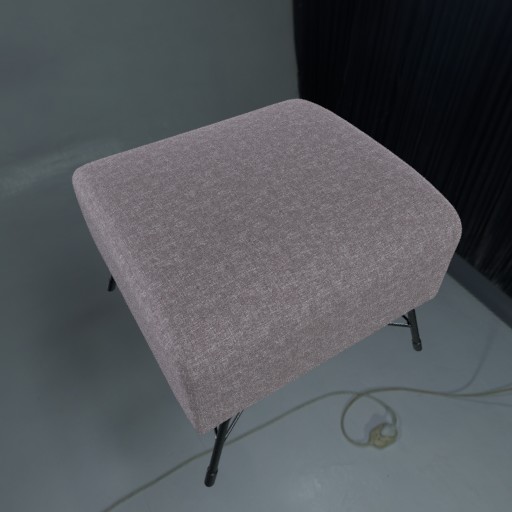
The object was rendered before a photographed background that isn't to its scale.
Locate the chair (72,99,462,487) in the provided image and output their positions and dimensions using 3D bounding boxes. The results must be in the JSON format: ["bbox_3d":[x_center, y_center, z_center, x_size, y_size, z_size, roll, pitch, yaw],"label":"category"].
[{"bbox_3d":[0.000,0.000,0.871,0.530,0.410,0.530,-24,52,-21],"label":"chair"}]
